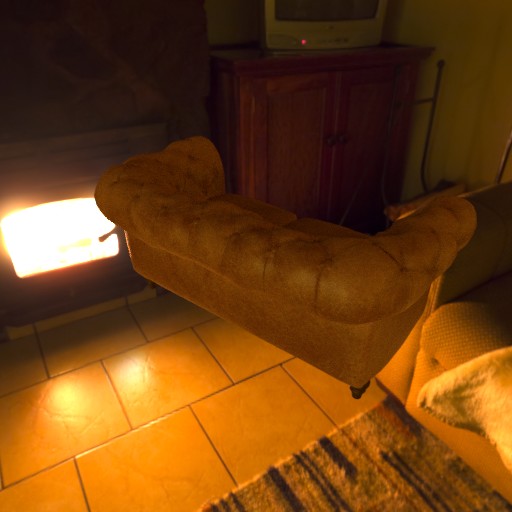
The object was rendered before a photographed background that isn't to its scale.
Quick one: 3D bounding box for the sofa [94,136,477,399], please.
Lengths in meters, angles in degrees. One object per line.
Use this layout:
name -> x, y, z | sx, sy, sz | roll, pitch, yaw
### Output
sofa -> 0.000, 0.000, 2.494 | 1.979, 0.877, 1.042 | 22, 37, 33
